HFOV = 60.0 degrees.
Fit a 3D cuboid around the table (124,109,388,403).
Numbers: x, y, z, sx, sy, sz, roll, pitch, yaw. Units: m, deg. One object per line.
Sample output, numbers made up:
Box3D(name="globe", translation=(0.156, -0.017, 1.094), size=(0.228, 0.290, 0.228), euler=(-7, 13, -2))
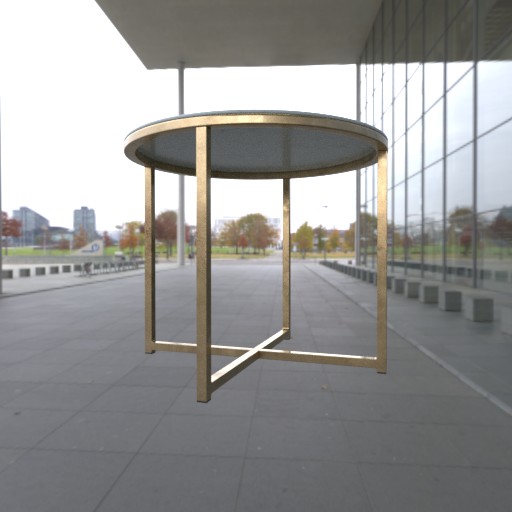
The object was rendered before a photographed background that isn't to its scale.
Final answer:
Box3D(name="table", translation=(0.000, 0.000, 0.876), size=(0.500, 0.420, 0.500), euler=(0, 1, 0))
